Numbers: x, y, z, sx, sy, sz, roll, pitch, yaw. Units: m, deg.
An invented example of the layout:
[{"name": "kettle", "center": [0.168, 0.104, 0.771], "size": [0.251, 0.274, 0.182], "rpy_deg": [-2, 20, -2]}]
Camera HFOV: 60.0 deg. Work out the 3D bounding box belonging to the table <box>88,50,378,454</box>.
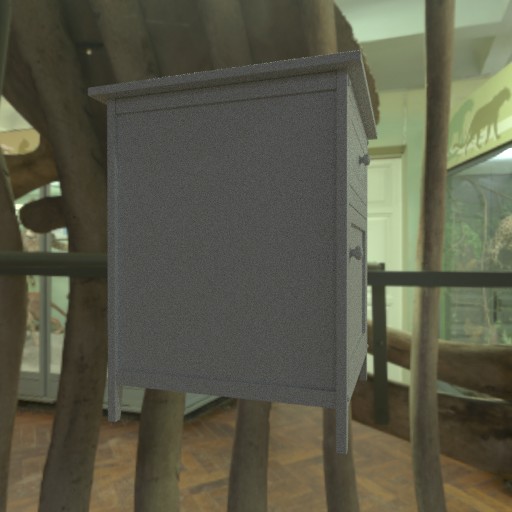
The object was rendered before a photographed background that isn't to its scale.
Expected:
[{"name": "table", "center": [0.000, 0.000, 0.756], "size": [0.381, 0.483, 0.381], "rpy_deg": [0, 0, 18]}]
